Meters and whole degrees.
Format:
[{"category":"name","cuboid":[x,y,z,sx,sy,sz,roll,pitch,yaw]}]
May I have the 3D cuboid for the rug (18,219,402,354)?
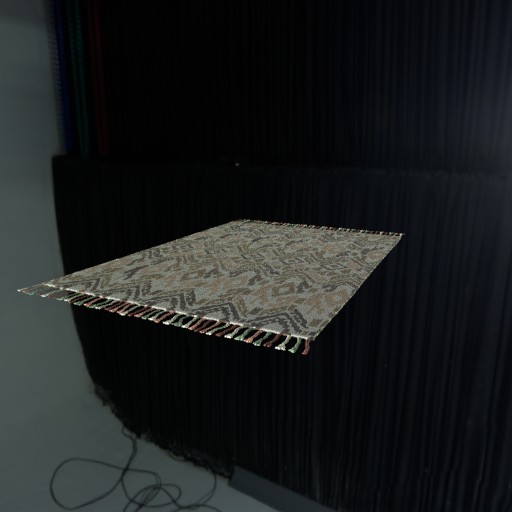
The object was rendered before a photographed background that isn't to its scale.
[{"category":"rug","cuboid":[0.000,0.000,2.283,1.219,0.008,1.829,7,16,26]}]
